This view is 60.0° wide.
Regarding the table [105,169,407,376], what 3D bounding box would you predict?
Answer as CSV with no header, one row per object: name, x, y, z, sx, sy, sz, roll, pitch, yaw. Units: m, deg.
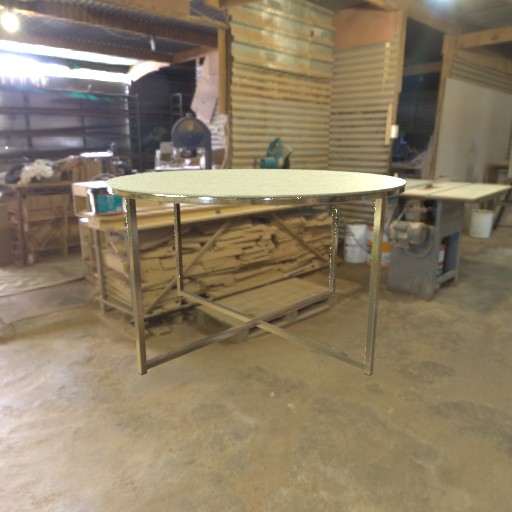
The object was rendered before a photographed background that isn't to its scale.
table,0.000,0.000,1.294,0.800,0.450,0.800,0,15,0
